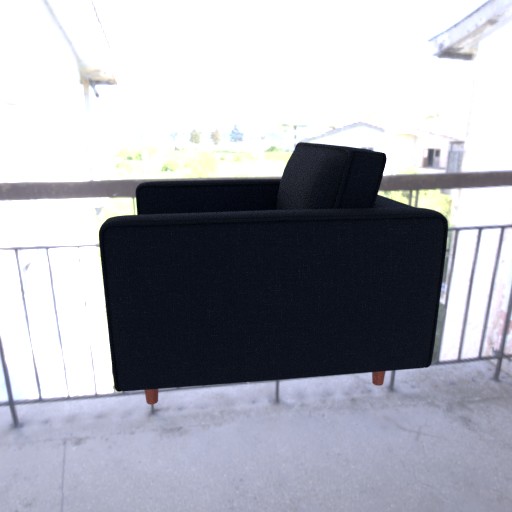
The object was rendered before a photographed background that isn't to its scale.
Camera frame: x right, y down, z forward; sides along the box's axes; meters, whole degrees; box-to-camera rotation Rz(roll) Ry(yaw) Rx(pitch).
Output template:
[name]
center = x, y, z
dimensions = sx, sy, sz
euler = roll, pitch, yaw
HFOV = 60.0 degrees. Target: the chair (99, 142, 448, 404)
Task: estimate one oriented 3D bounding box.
[chair]
center = 0.000, 0.000, 1.572
dimensions = 0.920, 0.770, 0.899
euler = -2, 16, -8
